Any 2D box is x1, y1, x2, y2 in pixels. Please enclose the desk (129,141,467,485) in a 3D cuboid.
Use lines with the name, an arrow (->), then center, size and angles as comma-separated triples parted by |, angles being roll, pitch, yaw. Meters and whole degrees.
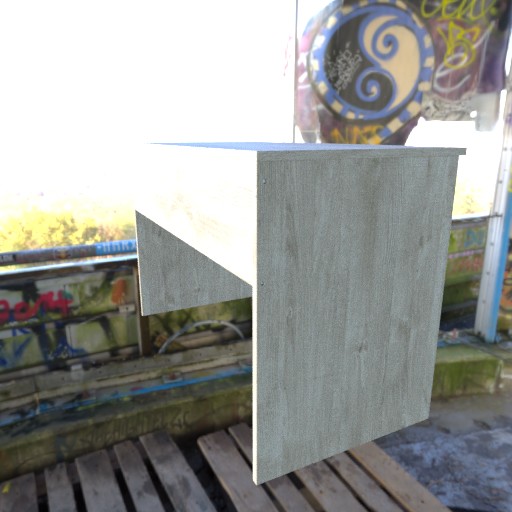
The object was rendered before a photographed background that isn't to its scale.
desk -> 0.000, 0.000, 1.493 | 0.560, 0.730, 1.100 | -8, 17, -26
